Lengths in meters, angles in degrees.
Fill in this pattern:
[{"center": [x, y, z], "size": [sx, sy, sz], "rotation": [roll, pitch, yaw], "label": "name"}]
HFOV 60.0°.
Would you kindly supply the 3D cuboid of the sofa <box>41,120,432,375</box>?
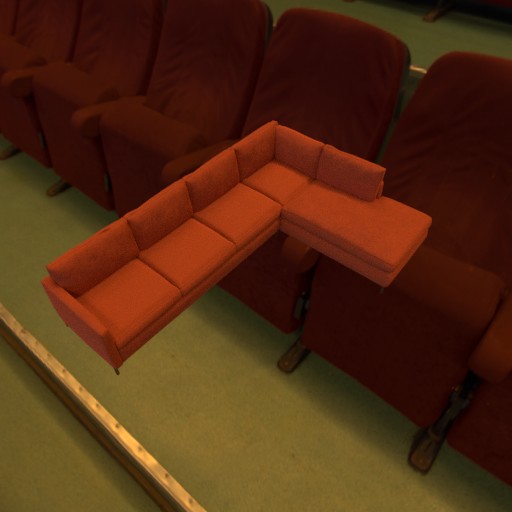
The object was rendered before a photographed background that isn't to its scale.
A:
[{"center": [0.000, 0.000, 3.648], "size": [1.879, 0.757, 2.736], "rotation": [31, 54, 26], "label": "sofa"}]
